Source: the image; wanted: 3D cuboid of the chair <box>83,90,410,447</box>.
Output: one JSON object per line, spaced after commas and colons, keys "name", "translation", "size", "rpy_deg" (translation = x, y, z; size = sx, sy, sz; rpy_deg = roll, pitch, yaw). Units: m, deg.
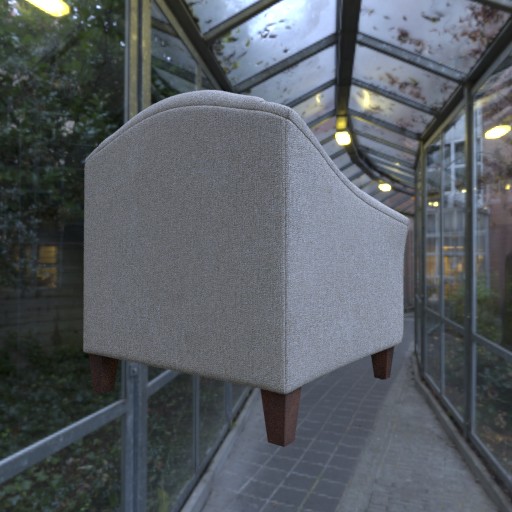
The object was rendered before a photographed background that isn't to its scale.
{"name": "chair", "translation": [0.000, 0.000, 1.445], "size": [0.763, 0.839, 0.787], "rpy_deg": [-1, -1, 37]}
